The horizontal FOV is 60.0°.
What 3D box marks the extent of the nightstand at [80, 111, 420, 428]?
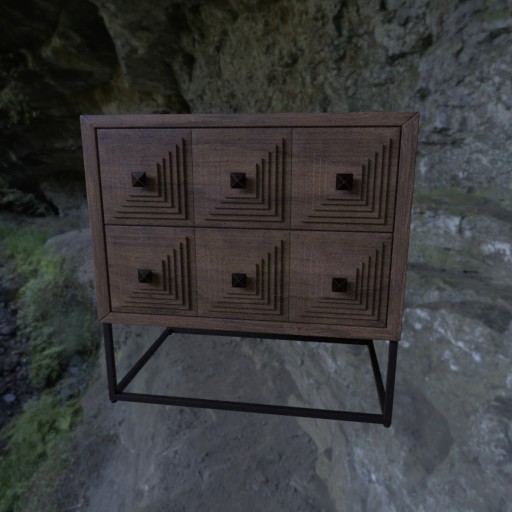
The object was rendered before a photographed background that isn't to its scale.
[{"bbox_3d":[0.000,0.000,1.035,0.610,0.610,0.437,2,14,8],"label":"nightstand"}]
